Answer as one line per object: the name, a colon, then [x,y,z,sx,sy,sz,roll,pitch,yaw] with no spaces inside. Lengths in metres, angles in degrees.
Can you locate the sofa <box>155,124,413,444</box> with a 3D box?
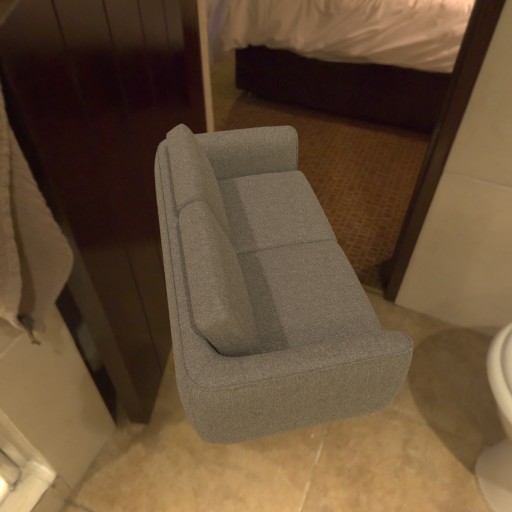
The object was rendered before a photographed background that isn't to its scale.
sofa: [0.000,0.000,2.258,0.920,0.870,1.700,-9,46,-9]
